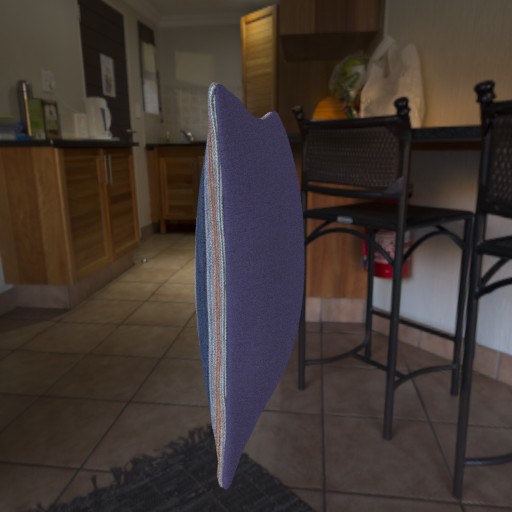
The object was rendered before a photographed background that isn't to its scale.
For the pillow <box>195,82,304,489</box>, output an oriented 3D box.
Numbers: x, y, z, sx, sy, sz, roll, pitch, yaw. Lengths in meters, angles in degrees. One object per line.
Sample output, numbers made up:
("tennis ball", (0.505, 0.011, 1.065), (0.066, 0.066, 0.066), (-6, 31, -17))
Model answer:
("pillow", (0.000, 0.000, 0.632), (0.136, 0.419, 0.437), (2, 15, 9))
